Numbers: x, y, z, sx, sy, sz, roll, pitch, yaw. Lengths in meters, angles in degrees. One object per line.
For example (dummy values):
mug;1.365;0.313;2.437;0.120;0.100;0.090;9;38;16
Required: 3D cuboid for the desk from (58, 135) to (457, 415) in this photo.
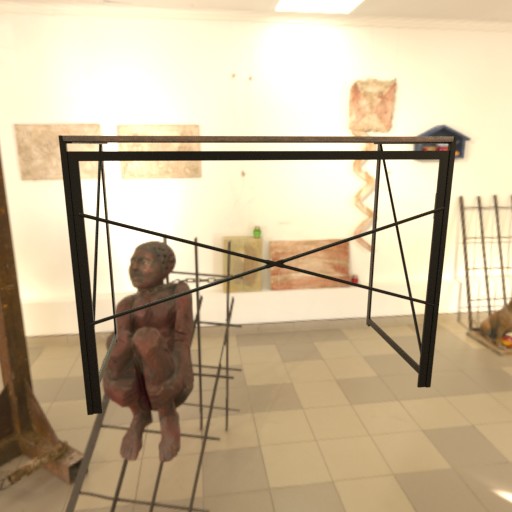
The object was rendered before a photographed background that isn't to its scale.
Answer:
desk;0.000;0.000;1.449;1.015;0.747;0.505;-2;14;-8
